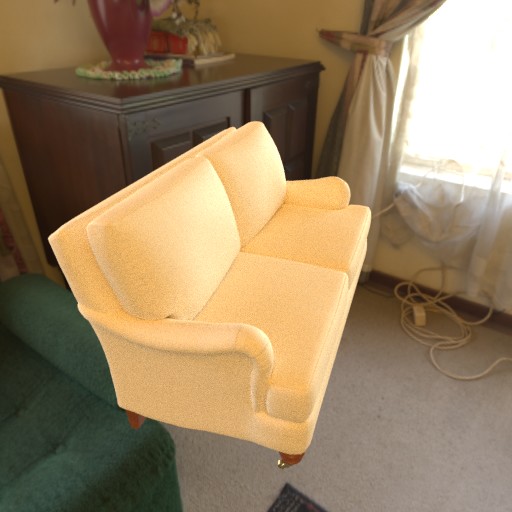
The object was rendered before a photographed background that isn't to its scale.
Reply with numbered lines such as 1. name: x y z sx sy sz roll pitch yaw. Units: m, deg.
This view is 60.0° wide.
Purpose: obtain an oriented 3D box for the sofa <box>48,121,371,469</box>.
1. sofa: 0.000 0.000 2.476 1.084 1.101 1.853 10 31 17
